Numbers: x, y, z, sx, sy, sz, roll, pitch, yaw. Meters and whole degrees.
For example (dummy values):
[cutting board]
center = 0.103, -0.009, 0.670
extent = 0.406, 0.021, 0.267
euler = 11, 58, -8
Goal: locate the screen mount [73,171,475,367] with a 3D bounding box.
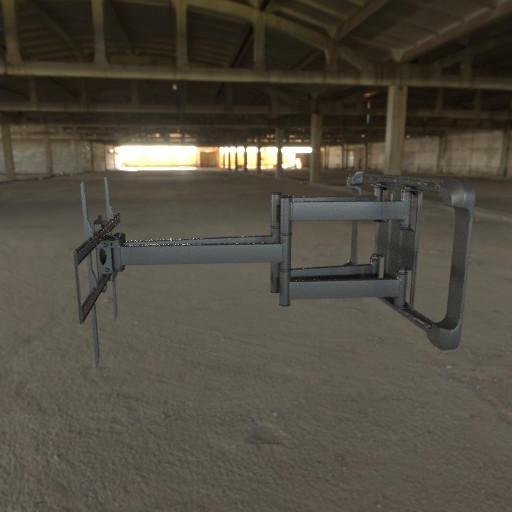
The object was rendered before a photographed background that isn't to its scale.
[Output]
[screen mount]
center = 0.000, 0.000, 1.340
extent = 0.905, 0.483, 0.725
euler = -2, 13, -9
